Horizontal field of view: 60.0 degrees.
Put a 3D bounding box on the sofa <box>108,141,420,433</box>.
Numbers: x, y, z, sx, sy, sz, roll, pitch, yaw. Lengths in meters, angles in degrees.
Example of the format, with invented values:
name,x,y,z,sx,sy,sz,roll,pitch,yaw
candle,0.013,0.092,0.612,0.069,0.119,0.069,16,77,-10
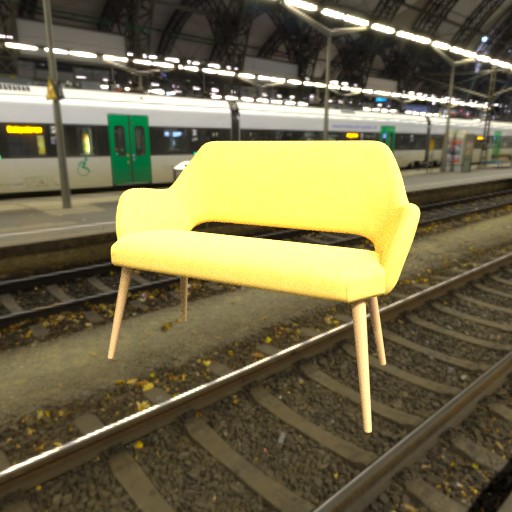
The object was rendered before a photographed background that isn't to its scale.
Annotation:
name,x,y,z,sx,sy,sz,roll,pitch,yaw
sofa,0.000,0.000,1.668,1.150,0.840,0.610,7,16,26
